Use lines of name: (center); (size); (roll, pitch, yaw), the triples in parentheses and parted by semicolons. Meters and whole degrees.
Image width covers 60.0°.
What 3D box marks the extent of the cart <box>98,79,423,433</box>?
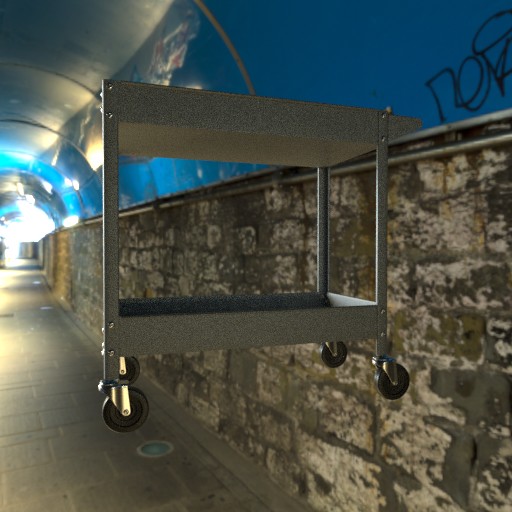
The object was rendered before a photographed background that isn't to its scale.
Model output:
cart: (0.000, 0.000, 1.171); (0.779, 0.719, 0.366); (0, 1, -18)
